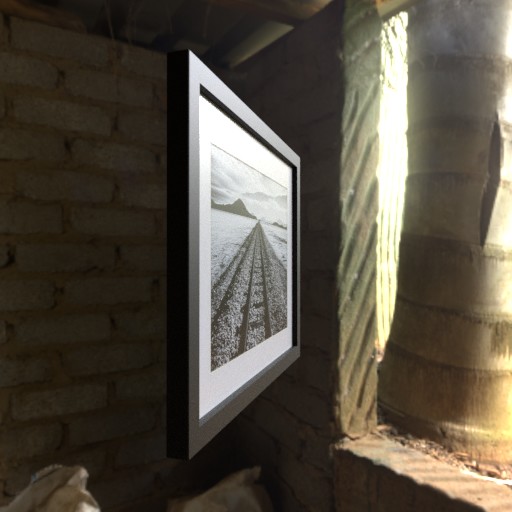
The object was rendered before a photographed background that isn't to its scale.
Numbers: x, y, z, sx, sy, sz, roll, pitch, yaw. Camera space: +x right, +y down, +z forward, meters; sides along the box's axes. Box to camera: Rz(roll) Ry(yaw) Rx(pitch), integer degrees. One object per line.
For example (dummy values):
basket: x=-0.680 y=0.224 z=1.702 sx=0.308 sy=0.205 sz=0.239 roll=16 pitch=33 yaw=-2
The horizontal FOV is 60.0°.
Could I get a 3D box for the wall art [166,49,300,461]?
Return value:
wall art: x=0.000 y=0.000 z=0.761 sx=0.029 sy=0.458 sz=0.559 roll=0 pitch=0 yaw=18
